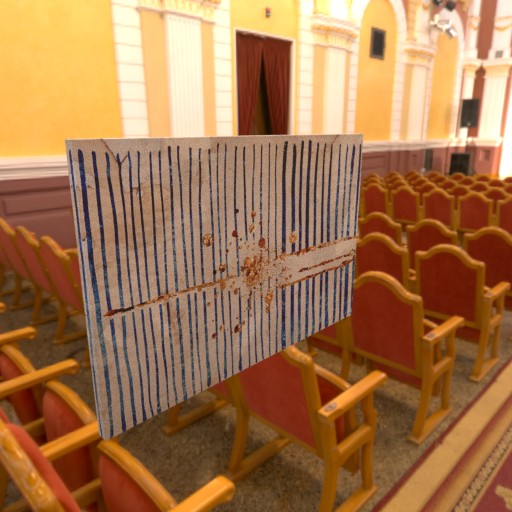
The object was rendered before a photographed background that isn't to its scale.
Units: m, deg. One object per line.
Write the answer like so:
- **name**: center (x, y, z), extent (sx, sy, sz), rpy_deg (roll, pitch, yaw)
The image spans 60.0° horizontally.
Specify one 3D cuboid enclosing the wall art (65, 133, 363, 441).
- **wall art**: center (0.000, 0.000, 1.162), extent (0.030, 0.609, 0.919), rpy_deg (16, 22, 43)
